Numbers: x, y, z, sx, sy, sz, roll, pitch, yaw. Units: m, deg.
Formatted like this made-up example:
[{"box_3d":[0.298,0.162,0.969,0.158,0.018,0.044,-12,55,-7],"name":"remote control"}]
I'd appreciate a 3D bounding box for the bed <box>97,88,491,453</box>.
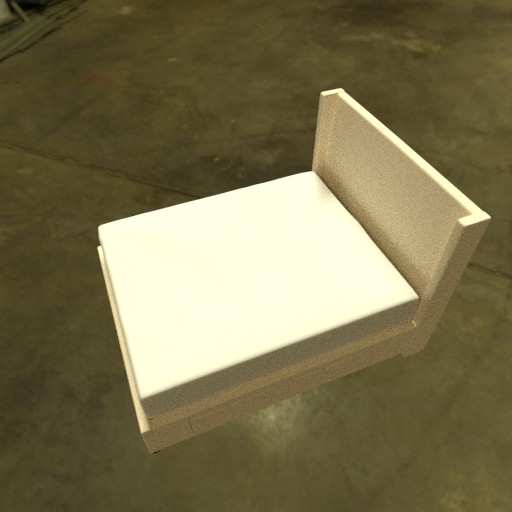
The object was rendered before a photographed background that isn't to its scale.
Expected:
[{"box_3d":[0.000,0.000,3.393,2.280,1.471,1.765,-17,49,-15],"name":"bed"}]
